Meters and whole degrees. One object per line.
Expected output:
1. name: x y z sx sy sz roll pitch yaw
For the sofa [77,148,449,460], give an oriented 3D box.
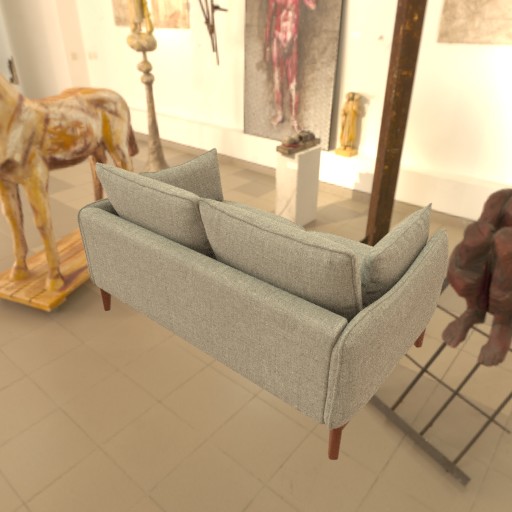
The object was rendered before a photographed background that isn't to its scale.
1. sofa: 0.000 0.000 2.155 1.580 0.851 0.972 22 37 34
